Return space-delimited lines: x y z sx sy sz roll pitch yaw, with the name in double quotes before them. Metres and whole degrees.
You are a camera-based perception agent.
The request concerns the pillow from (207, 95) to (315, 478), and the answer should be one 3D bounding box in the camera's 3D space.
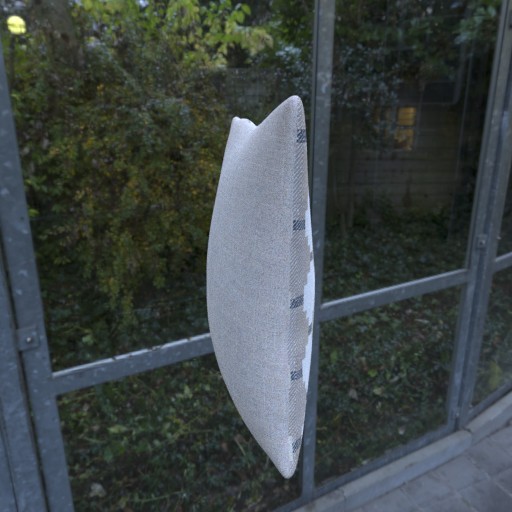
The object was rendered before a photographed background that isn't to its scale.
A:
"pillow" 0.000 0.000 0.866 0.192 0.558 0.578 -3 17 -10
